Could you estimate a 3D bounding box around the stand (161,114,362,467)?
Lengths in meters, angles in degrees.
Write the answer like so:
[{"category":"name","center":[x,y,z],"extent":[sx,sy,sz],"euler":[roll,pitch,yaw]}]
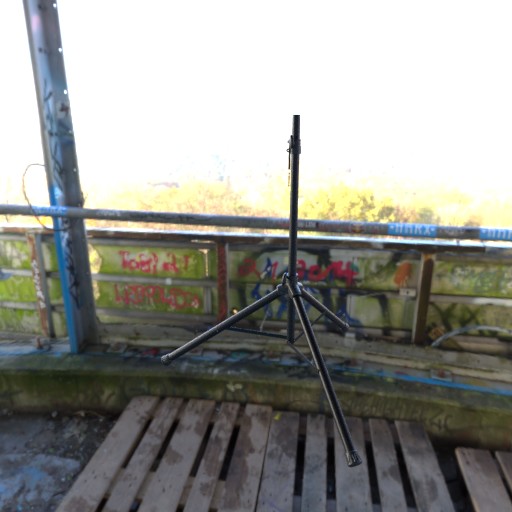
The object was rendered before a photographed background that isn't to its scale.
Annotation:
[{"category":"stand","center":[0.000,0.000,1.864],"extent":[0.907,1.136,1.045],"euler":[3,18,10]}]
